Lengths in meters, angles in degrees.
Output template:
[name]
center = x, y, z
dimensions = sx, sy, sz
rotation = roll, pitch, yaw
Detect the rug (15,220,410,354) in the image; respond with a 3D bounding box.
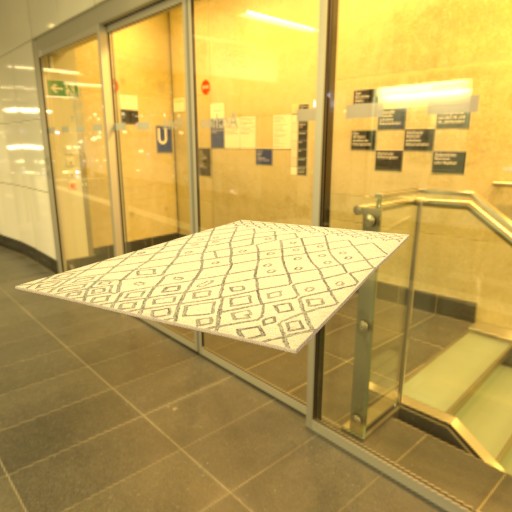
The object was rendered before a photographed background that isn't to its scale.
[rug]
center = 0.000, 0.000, 2.282
dimensions = 1.222, 0.015, 1.828
rotation = 7, 16, 27
